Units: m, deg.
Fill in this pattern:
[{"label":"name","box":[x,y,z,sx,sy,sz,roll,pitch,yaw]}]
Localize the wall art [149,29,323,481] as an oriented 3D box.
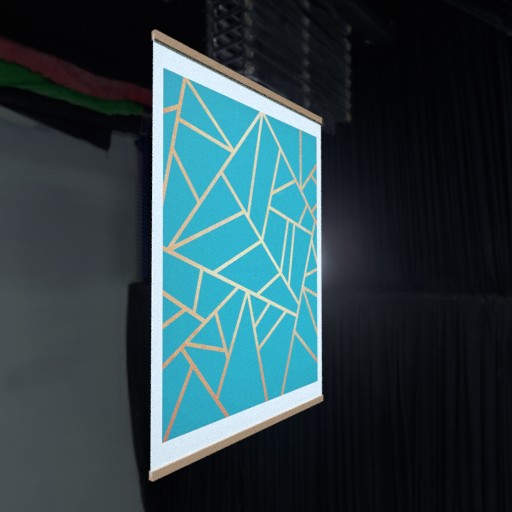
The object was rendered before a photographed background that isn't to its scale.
[{"label":"wall art","box":[0.000,0.000,1.299,0.013,1.016,0.758,-1,-2,38]}]
